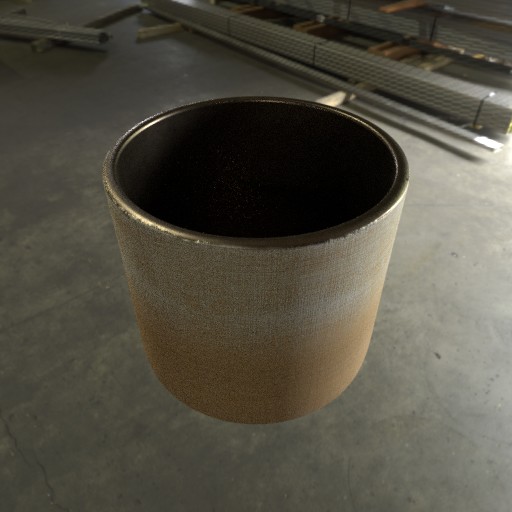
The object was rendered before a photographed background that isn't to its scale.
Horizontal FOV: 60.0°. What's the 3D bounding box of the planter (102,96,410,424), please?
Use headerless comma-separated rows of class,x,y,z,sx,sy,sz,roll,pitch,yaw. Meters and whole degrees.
planter,0.000,0.000,0.386,0.221,0.201,0.221,0,41,0
